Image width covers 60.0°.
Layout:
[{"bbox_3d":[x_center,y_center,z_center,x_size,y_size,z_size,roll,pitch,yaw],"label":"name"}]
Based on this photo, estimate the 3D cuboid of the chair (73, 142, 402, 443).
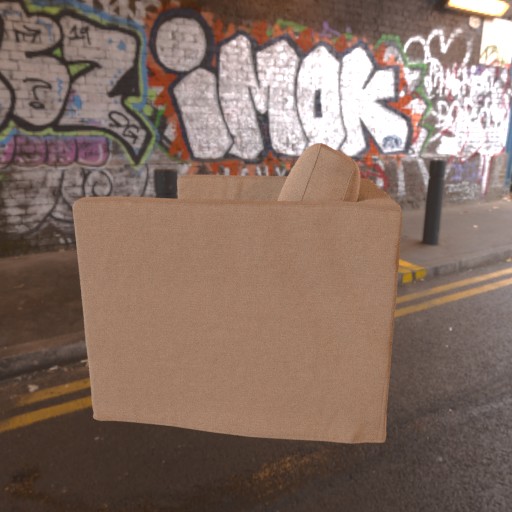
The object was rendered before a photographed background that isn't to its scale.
[{"bbox_3d":[0.000,0.000,1.748,0.949,0.867,1.057,2,14,8],"label":"chair"}]
